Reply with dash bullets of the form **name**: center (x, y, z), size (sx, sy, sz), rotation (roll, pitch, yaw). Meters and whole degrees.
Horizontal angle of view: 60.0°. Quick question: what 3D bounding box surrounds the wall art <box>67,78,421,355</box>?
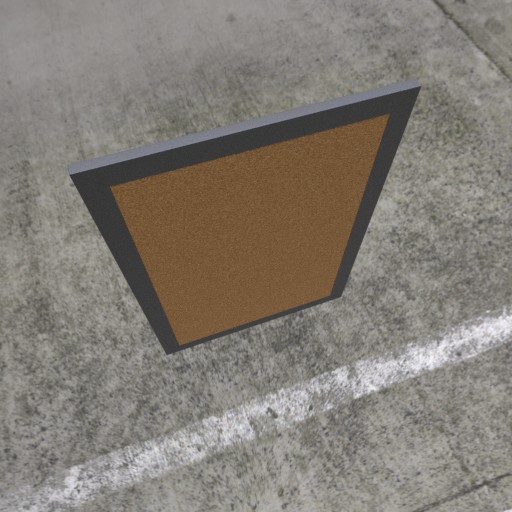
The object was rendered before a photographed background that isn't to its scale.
- **wall art**: center (0.000, 0.000, 0.683), size (0.380, 0.534, 0.013), rotation (-17, 61, -10)
